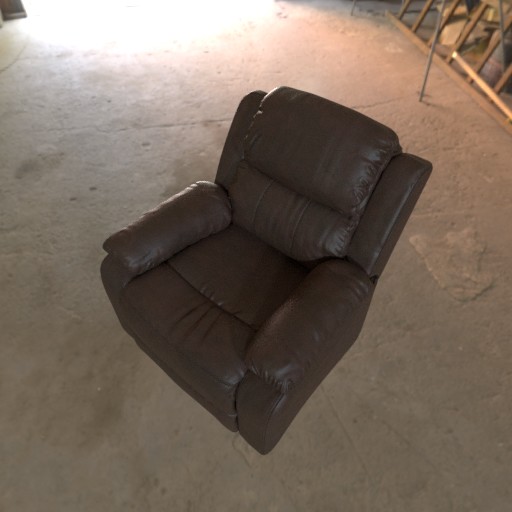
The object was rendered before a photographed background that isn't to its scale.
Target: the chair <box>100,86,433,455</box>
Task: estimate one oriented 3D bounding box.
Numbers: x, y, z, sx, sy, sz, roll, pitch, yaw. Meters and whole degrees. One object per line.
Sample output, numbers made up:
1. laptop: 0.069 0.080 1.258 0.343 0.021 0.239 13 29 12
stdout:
1. chair: 0.000 0.000 1.262 0.680 0.702 0.707 33 55 27
